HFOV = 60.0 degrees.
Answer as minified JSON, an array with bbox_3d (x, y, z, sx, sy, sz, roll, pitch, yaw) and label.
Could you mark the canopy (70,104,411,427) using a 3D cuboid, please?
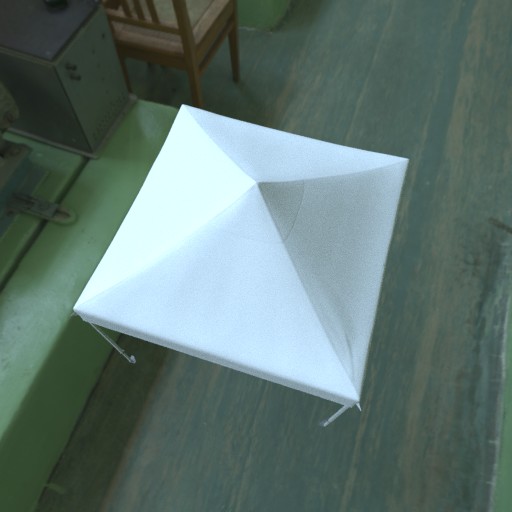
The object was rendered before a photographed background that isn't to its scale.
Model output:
[{"bbox_3d":[0.000,0.000,5.426,2.996,2.998,2.994,16,64,8],"label":"canopy"}]
